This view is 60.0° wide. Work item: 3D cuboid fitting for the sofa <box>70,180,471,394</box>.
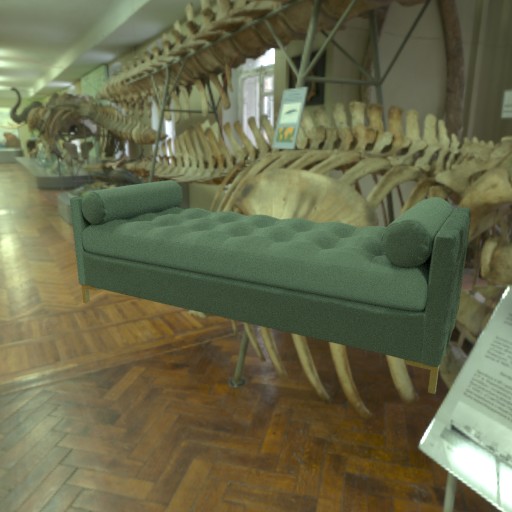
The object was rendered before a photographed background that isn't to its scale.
[{"bbox_3d":[0.000,0.000,2.491,2.102,0.705,0.796,8,18,28],"label":"sofa"}]
